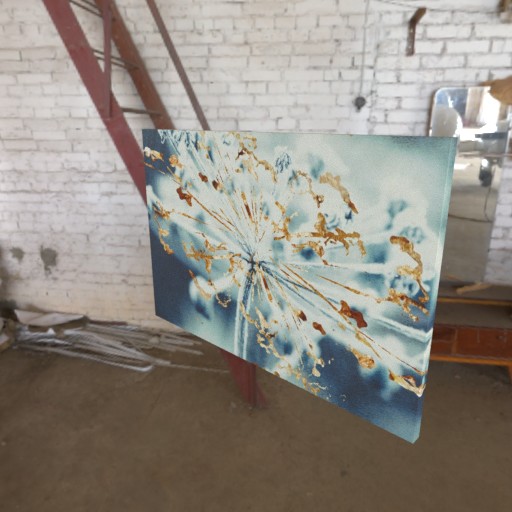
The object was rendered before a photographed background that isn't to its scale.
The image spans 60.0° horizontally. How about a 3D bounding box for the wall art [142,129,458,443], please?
[{"bbox_3d":[0.000,0.000,1.409,1.138,0.759,0.035,16,23,41],"label":"wall art"}]
